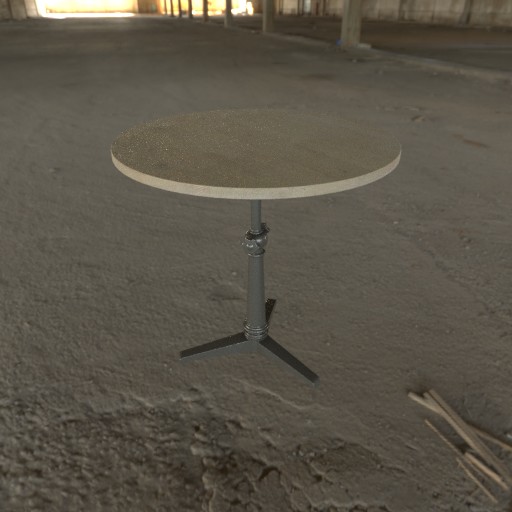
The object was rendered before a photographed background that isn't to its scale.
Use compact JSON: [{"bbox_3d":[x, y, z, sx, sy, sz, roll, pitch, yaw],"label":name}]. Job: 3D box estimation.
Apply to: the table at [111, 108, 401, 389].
[{"bbox_3d":[0.000,0.000,1.461,0.800,0.780,0.800,0,30,0],"label":"table"}]
